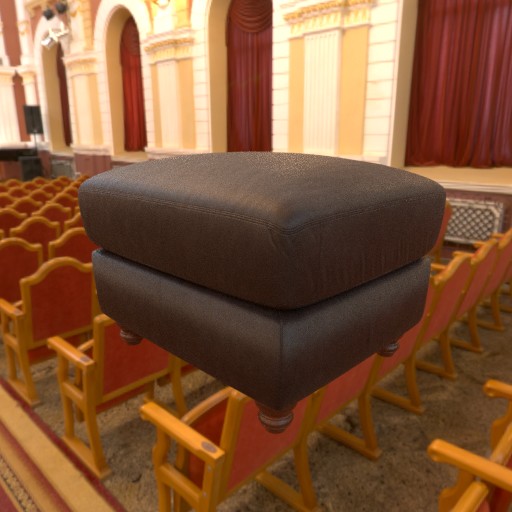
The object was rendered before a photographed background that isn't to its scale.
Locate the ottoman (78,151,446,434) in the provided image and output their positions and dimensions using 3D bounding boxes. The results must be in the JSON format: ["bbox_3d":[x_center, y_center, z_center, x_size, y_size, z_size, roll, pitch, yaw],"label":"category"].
[{"bbox_3d":[0.000,0.000,1.253,0.806,0.569,0.670,14,21,43],"label":"ottoman"}]
